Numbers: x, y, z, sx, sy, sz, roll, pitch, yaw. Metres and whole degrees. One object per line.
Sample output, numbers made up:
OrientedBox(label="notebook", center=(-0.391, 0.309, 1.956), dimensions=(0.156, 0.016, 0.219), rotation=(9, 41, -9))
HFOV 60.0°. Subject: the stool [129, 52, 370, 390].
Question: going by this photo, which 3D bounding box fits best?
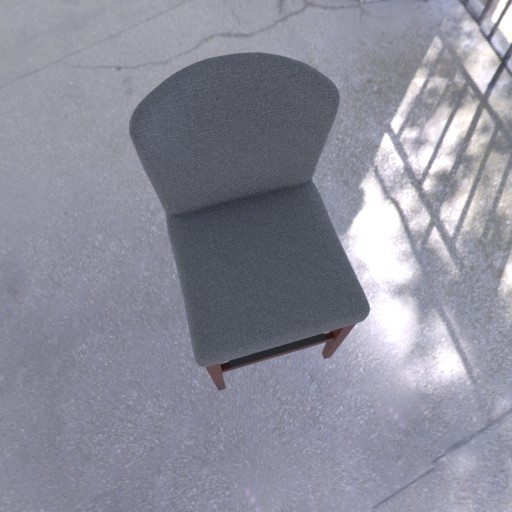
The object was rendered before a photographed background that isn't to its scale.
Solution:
OrientedBox(label="stool", center=(0.000, 0.000, 1.308), dimensions=(0.479, 0.968, 0.568), rotation=(-15, 65, -7))
